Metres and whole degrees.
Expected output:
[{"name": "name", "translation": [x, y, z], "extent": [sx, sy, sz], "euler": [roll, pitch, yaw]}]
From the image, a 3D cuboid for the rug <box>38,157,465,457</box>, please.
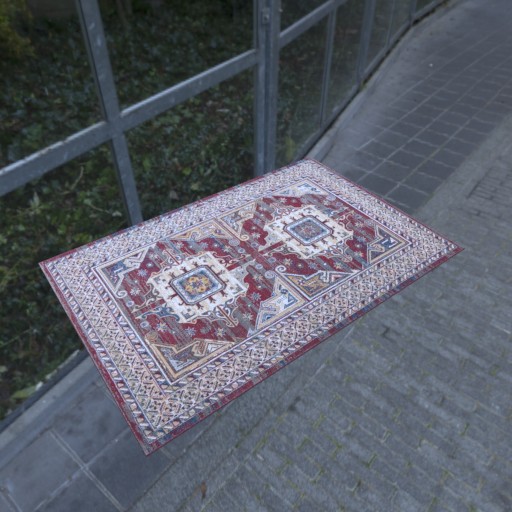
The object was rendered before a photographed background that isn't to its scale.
[{"name": "rug", "translation": [0.000, 0.000, 5.699], "extent": [4.578, 0.033, 3.033], "euler": [-26, 48, -27]}]
